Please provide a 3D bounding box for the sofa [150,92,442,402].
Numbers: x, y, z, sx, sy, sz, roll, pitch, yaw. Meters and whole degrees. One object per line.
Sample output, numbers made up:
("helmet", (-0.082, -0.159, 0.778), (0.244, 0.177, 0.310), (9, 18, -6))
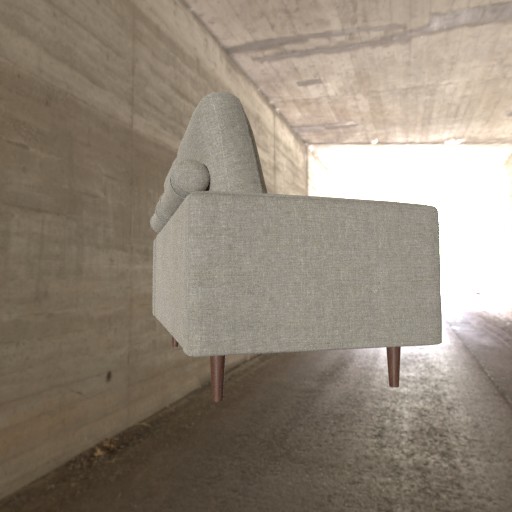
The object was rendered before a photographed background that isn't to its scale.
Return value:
("sofa", (0.000, 0.000, 1.919), (0.842, 0.907, 1.407), (1, -3, -17))
